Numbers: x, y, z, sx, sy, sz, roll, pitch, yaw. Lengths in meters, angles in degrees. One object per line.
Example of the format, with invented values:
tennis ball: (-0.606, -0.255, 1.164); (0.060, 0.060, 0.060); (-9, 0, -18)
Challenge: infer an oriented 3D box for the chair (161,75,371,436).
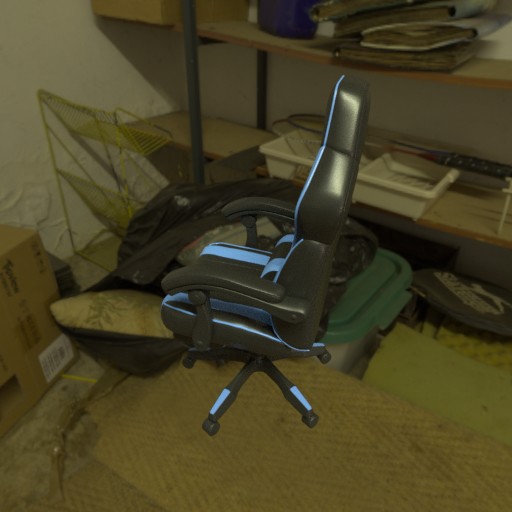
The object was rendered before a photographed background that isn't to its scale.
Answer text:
chair: (0.000, 0.000, 1.678); (0.700, 1.280, 0.700); (8, 31, 13)
